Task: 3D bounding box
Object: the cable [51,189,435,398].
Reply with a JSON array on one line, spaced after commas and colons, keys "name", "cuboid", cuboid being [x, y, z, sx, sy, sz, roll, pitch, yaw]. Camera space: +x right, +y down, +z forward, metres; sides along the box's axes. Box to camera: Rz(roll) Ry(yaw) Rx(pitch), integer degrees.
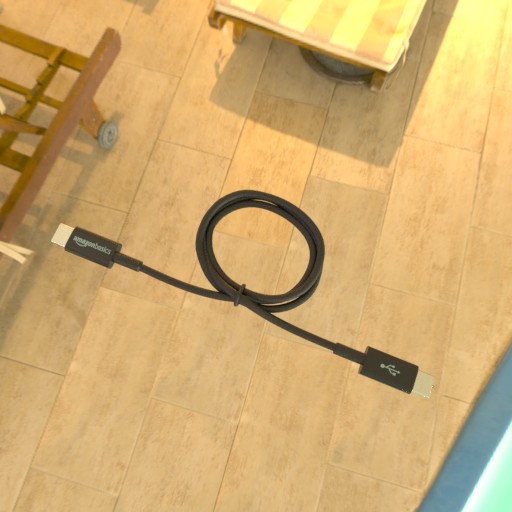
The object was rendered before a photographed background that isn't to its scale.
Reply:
[{"name": "cable", "cuboid": [0.000, 0.000, 0.225, 0.203, 0.014, 0.070, 21, 76, 5]}]
